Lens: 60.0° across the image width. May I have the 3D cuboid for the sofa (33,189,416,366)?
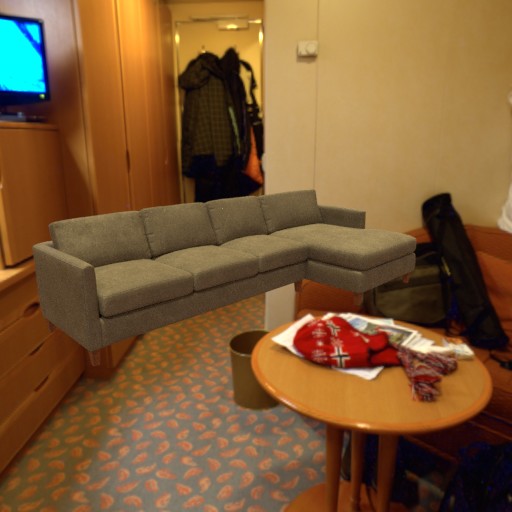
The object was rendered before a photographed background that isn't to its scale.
[{"bbox_3d":[0.000,0.000,4.199,3.471,0.950,1.604,-14,20,-43],"label":"sofa"}]
